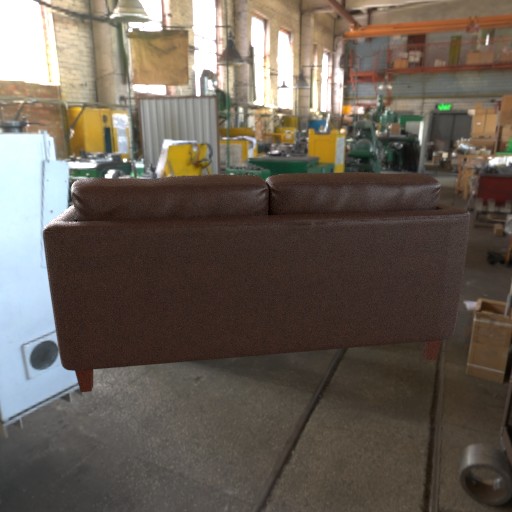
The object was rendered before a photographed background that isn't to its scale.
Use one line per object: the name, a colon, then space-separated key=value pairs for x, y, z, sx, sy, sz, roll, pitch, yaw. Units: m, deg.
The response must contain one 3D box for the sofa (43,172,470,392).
sofa: x=0.000 y=0.000 z=2.397 sx=1.883 sy=0.933 sz=0.951 roll=-3 pitch=17 yaw=-9
